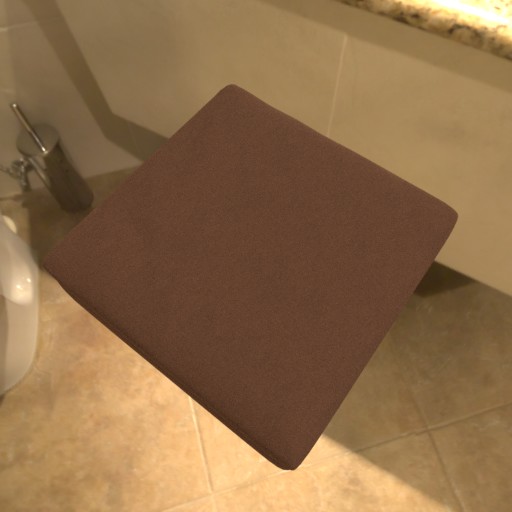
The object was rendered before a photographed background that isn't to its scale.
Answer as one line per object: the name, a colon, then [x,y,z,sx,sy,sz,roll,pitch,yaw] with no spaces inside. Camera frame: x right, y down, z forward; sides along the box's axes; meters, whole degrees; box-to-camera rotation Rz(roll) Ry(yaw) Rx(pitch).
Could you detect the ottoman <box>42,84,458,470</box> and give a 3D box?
ottoman: [0.000,0.000,1.844,1.181,0.470,1.181,34,69,15]
